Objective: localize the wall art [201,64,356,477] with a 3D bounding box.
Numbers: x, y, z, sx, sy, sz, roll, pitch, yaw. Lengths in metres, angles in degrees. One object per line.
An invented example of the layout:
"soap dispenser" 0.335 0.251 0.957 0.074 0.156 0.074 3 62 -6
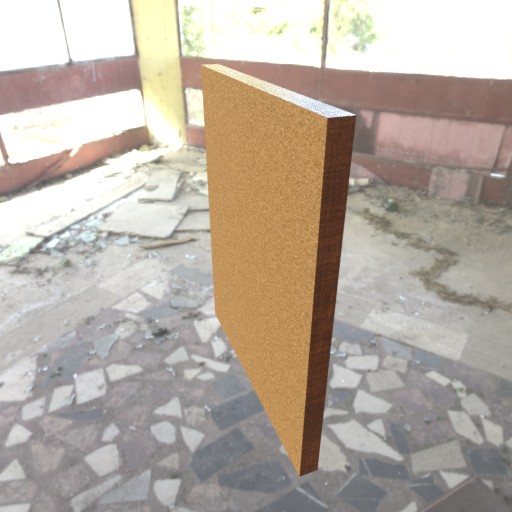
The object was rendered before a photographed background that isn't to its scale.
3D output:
"wall art" 0.000 0.000 0.770 0.033 0.567 0.467 -11 31 -19
